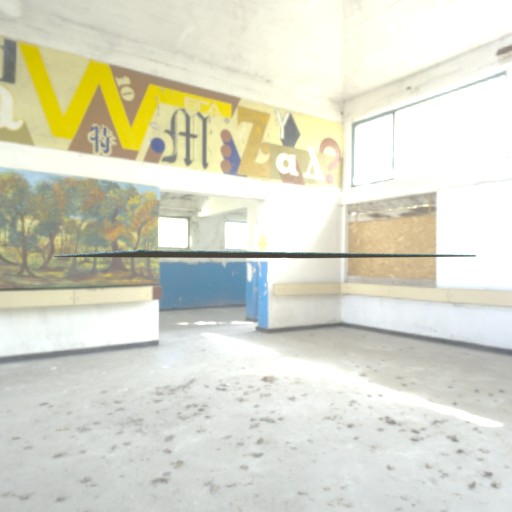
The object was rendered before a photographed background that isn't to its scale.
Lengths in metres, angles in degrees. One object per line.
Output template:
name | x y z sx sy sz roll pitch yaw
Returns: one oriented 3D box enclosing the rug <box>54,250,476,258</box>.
rug | 0.000 0.000 4.080 3.050 0.016 2.441 0 -1 -33
